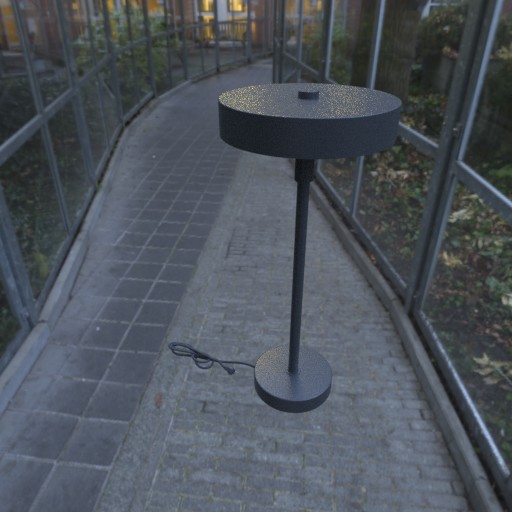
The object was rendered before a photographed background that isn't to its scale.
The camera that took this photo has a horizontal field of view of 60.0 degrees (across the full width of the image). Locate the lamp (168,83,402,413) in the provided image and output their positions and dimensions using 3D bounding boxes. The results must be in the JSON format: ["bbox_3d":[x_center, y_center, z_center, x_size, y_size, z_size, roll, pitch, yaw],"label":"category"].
[{"bbox_3d":[0.000,0.000,0.705,0.369,0.508,0.229,10,31,17],"label":"lamp"}]
